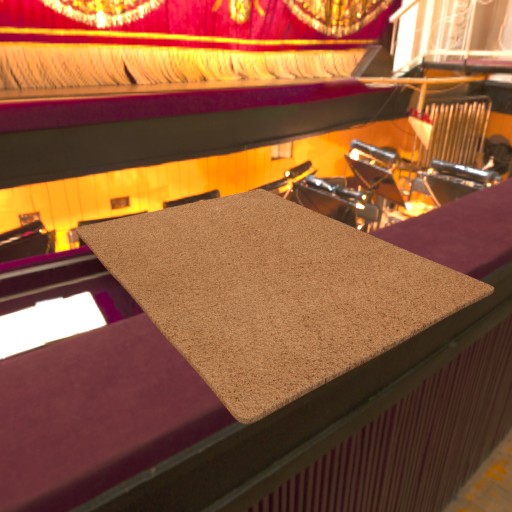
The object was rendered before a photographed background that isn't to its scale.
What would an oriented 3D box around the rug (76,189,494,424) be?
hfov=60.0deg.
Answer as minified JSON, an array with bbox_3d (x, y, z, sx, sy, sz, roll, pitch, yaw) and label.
[{"bbox_3d":[0.000,0.000,2.035,1.199,0.025,1.600,-17,31,-31],"label":"rug"}]
